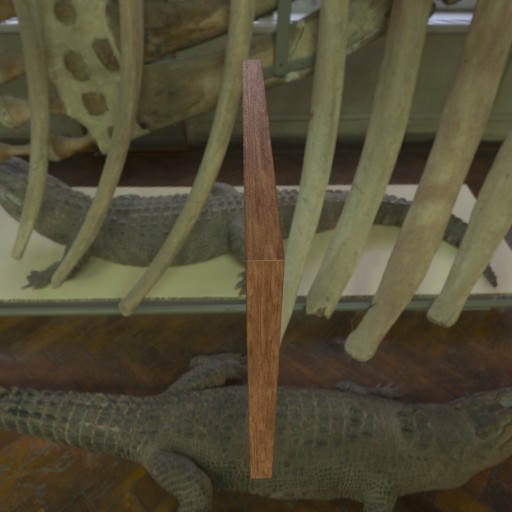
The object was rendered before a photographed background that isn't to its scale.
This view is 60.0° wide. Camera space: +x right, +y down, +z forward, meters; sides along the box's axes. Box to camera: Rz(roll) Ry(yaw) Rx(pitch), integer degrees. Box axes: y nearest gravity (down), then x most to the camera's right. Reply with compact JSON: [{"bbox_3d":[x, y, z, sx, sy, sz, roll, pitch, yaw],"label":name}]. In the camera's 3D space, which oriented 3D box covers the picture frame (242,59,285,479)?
[{"bbox_3d":[0.000,0.000,0.531,0.025,0.330,0.381,-1,42,-1],"label":"picture frame"}]
